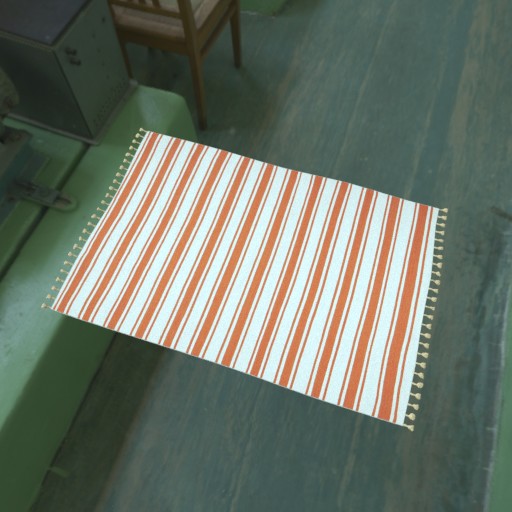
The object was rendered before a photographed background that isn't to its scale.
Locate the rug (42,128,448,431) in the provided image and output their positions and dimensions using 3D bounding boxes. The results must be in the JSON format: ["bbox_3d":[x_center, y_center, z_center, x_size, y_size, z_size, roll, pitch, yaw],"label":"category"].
[{"bbox_3d":[0.000,0.000,3.012,2.433,0.022,1.556,16,66,8],"label":"rug"}]
